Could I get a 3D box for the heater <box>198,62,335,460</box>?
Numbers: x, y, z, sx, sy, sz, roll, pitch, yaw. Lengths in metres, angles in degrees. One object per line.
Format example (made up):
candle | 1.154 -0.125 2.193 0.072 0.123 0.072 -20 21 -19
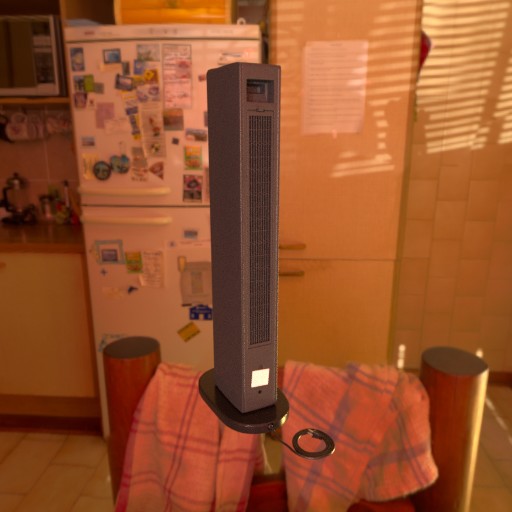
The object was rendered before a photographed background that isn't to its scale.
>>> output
heater | 0.000 0.000 1.058 0.214 0.856 0.458 -7 16 -25
